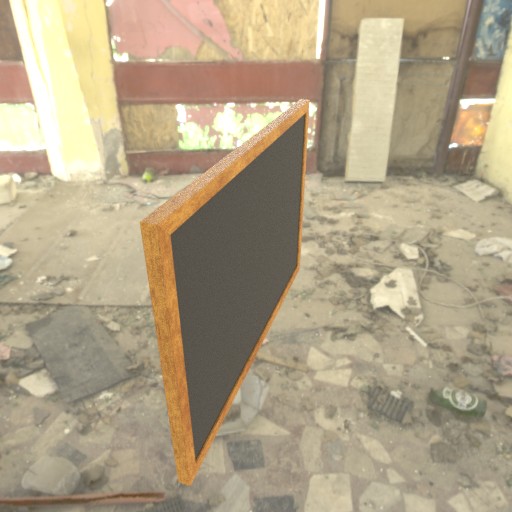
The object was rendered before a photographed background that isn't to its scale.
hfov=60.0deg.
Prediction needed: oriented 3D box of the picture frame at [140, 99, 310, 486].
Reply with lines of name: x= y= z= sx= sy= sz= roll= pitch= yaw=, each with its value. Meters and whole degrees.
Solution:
picture frame: x=0.000 y=0.000 z=1.165 sx=0.029 sy=0.621 sz=0.922 roll=10 pitch=32 yaw=17
